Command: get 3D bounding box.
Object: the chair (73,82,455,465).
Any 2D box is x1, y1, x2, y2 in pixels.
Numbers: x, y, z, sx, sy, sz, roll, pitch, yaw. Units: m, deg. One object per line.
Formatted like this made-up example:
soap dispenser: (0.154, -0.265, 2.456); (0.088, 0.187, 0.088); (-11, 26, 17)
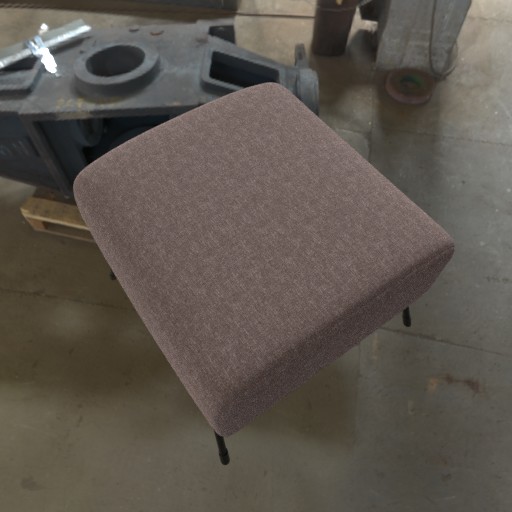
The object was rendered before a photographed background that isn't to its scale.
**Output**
chair: (0.000, 0.000, 0.900); (0.530, 0.410, 0.530); (-31, 64, -17)
